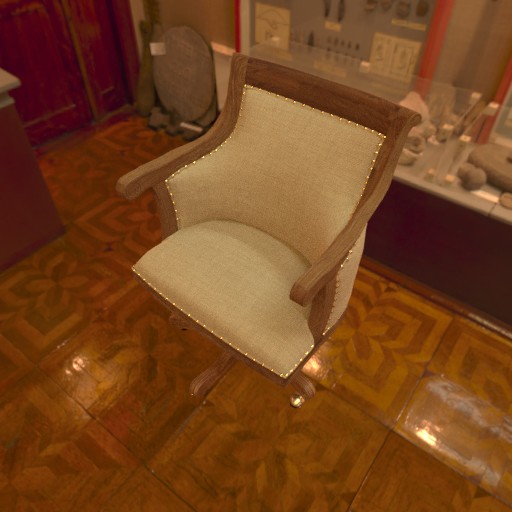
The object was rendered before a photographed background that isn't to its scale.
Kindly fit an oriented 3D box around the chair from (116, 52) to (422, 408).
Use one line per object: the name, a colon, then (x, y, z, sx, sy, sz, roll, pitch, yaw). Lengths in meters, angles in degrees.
chair: (0.000, 0.000, 1.410, 0.656, 0.965, 0.689, 30, 53, 26)
